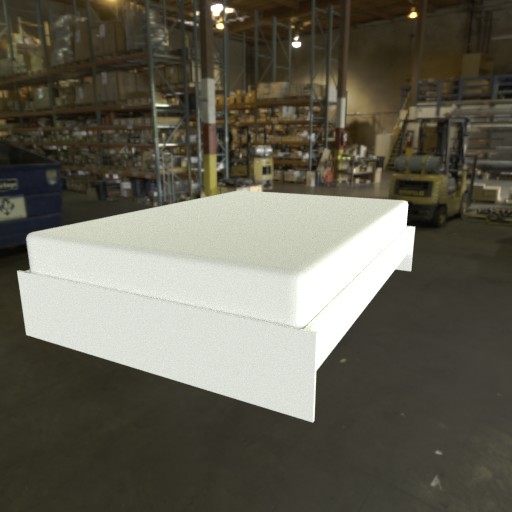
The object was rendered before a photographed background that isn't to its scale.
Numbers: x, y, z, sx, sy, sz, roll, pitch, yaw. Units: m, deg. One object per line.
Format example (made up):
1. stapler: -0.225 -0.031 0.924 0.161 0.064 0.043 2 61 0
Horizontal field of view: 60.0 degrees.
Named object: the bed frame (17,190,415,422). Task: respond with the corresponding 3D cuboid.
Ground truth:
1. bed frame: 0.000 0.000 2.550 1.445 0.497 1.945 8 17 27
